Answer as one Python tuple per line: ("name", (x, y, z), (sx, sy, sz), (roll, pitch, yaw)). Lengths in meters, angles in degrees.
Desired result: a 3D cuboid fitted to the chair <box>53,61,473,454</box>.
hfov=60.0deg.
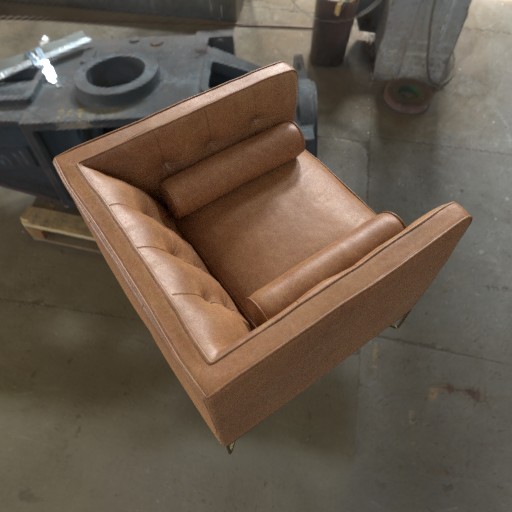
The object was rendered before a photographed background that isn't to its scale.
("chair", (0.000, 0.000, 1.615), (0.912, 0.797, 0.920), (-31, 63, -18))
